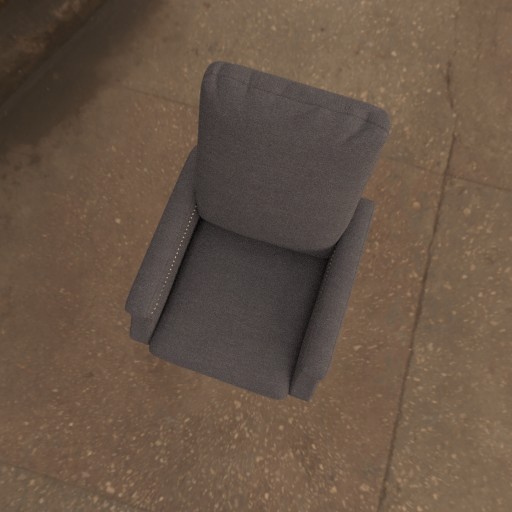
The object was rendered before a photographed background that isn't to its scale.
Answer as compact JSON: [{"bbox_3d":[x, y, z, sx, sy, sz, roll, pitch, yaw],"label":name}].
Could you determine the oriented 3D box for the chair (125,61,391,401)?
[{"bbox_3d":[0.000,0.000,1.624,0.710,1.049,0.922,18,77,5],"label":"chair"}]
